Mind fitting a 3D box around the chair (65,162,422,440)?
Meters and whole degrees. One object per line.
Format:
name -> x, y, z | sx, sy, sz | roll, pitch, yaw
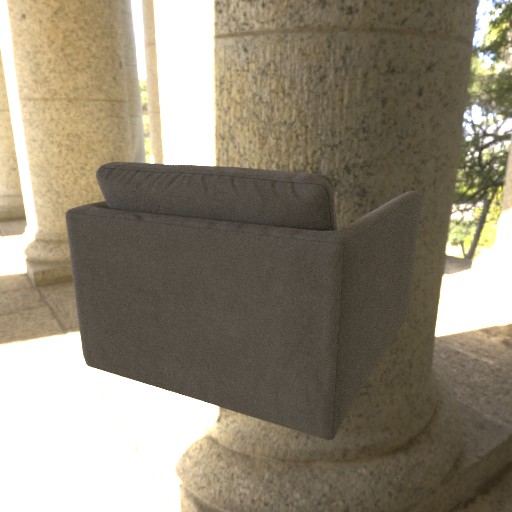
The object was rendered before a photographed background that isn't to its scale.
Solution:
chair -> 0.000, 0.000, 1.903 | 1.190, 0.845, 1.091 | 8, 18, 25
